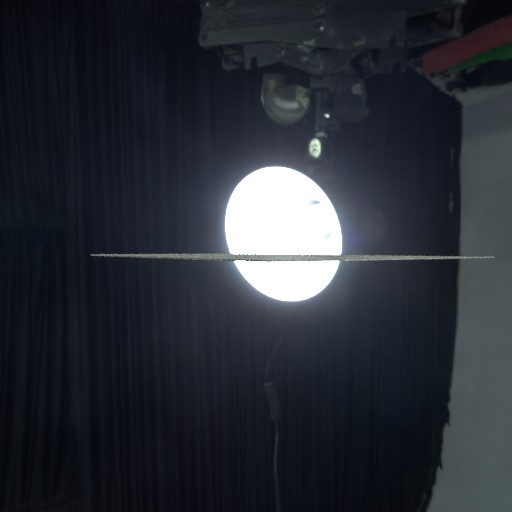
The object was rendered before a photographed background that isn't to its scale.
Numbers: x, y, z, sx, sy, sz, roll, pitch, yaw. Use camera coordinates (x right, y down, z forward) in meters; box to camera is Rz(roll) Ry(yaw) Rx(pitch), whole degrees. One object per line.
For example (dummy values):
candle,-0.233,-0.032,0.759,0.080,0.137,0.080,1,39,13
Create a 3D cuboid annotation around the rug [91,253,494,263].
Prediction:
rug,0.000,0.000,2.998,1.528,0.010,2.440,-1,1,-36
